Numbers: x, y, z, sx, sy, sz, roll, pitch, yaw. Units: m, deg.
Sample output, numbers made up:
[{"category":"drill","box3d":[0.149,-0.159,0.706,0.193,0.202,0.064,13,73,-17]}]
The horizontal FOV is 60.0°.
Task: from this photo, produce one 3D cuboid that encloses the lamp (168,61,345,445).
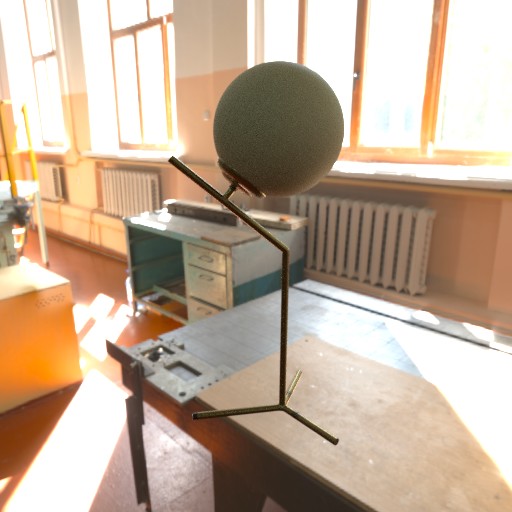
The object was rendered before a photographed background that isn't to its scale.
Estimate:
[{"category":"lamp","box3d":[0.000,0.000,0.678,0.251,0.552,0.210,-3,16,-10]}]
